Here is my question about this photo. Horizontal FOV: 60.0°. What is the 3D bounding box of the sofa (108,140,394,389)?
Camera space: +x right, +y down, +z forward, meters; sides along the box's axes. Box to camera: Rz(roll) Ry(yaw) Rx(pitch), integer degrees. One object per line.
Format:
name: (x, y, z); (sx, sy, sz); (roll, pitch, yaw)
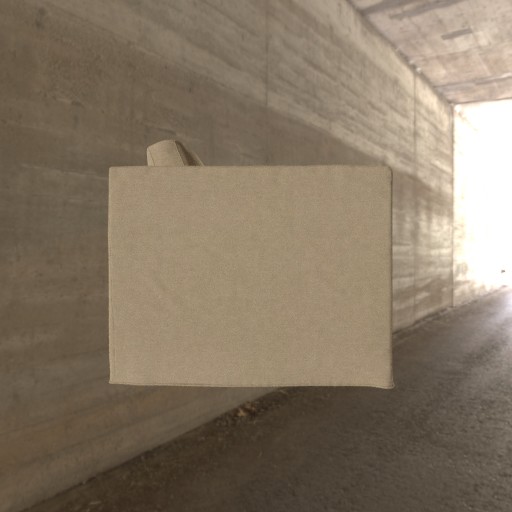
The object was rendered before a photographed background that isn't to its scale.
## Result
sofa: (0.000, 0.000, 2.263); (0.962, 0.835, 1.719); (0, 0, 1)
